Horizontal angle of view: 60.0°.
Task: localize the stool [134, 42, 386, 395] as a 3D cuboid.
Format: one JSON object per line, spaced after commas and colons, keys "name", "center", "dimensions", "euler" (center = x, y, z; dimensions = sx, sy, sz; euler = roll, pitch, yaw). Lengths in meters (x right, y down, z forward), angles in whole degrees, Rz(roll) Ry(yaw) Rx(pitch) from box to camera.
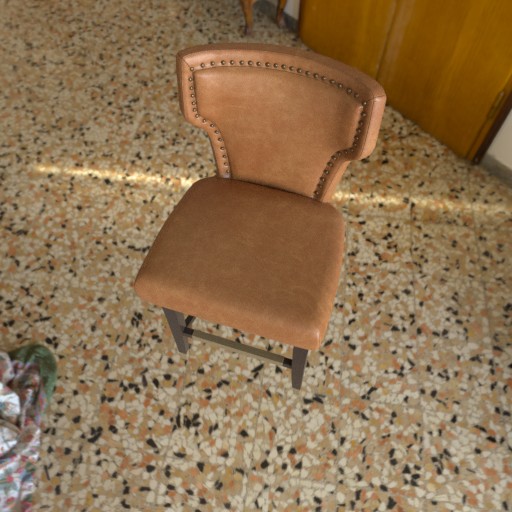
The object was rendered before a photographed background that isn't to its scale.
{"name": "stool", "center": [0.000, 0.000, 1.387], "dimensions": [0.526, 1.092, 0.563], "euler": [15, 58, 10]}
